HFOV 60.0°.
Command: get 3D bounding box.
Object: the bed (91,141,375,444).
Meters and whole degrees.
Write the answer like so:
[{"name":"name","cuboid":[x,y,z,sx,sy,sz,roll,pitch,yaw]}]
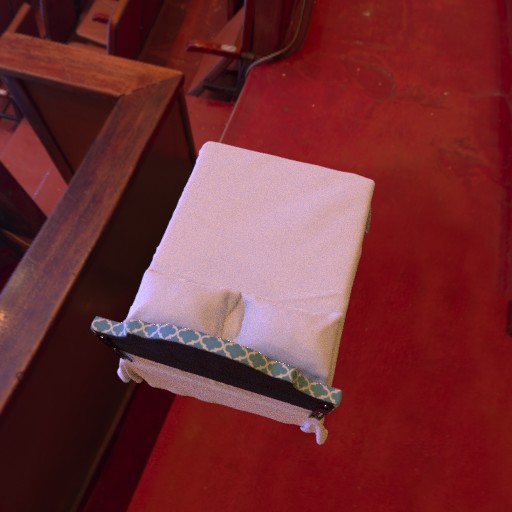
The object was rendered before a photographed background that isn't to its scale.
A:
[{"name":"bed","cuboid":[0.000,0.000,3.436,1.780,1.633,2.222,15,65,7]}]
